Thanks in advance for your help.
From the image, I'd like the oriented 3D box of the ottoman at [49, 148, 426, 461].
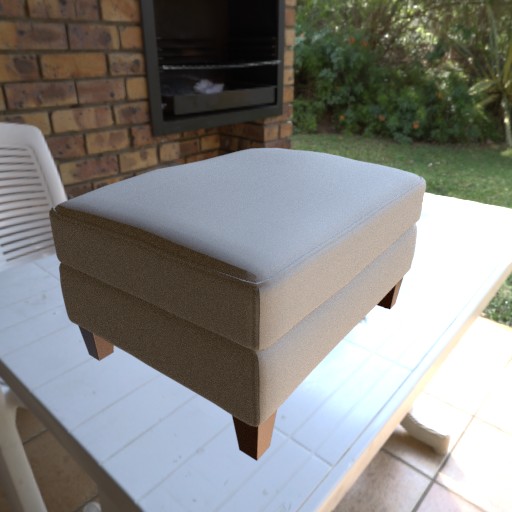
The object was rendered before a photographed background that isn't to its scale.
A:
[{"bbox_3d":[0.000,0.000,1.204,0.634,0.479,0.818,18,30,33],"label":"ottoman"}]
